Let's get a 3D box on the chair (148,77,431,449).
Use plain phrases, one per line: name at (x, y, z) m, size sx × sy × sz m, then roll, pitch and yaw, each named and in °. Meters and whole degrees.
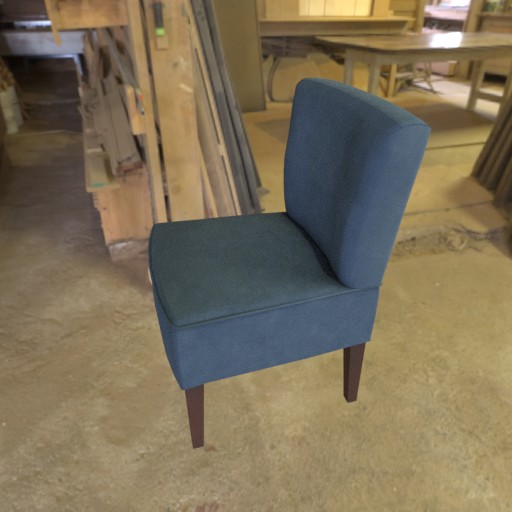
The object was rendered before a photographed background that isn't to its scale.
chair at (0.000, 0.000, 1.167) m, size 0.551 × 0.806 × 0.521 m, roll -8°, pitch 32°, yaw -13°
